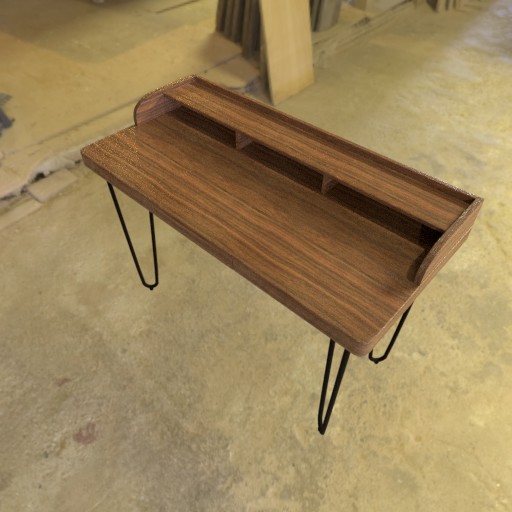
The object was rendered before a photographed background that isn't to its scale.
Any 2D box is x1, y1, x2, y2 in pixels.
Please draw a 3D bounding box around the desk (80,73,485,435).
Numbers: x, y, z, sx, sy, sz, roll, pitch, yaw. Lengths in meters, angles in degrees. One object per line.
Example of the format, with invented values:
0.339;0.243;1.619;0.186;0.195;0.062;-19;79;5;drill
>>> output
0.000;0.000;1.664;1.200;0.854;0.565;33;54;28;desk
